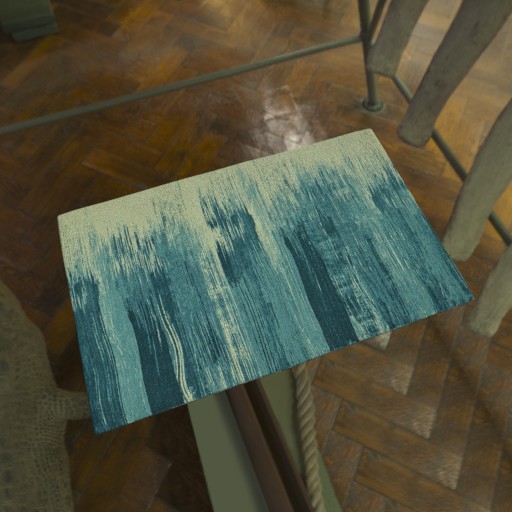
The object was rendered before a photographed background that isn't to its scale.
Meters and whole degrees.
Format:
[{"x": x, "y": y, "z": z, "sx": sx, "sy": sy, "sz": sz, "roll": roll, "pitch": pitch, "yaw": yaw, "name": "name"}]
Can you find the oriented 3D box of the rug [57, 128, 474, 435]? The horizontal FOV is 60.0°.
[{"x": 0.000, "y": 0.000, "z": 2.973, "sx": 2.450, "sy": 0.027, "sz": 1.540, "roll": -17, "pitch": 65, "yaw": -8, "name": "rug"}]
